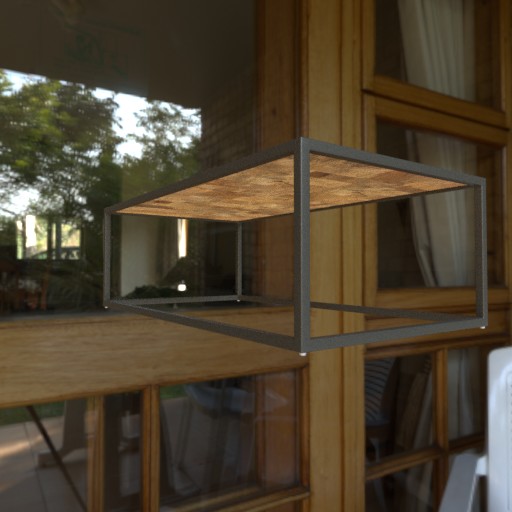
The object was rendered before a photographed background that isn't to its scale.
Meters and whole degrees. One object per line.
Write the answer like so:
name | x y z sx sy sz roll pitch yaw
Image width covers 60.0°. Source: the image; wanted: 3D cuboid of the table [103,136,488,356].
table | 0.000 0.000 1.473 0.649 0.398 1.199 1 -2 -35
